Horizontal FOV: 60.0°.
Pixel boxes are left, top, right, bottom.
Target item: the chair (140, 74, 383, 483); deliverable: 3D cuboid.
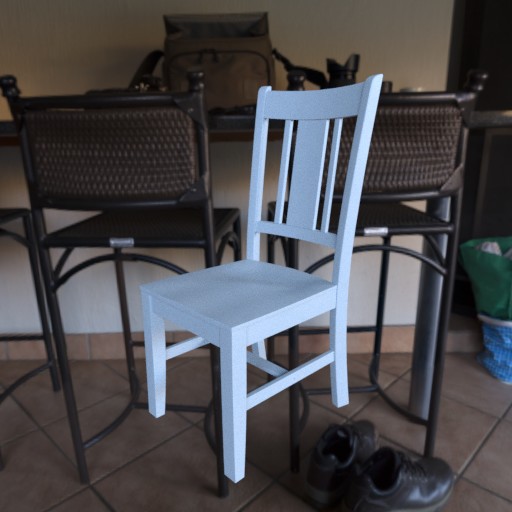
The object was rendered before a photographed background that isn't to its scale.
[{"bbox_3d":[0.000,0.000,1.298,0.555,0.998,0.450,-14,21,-42],"label":"chair"}]
